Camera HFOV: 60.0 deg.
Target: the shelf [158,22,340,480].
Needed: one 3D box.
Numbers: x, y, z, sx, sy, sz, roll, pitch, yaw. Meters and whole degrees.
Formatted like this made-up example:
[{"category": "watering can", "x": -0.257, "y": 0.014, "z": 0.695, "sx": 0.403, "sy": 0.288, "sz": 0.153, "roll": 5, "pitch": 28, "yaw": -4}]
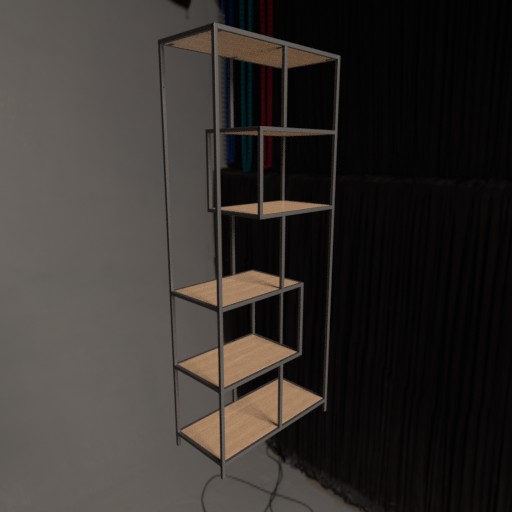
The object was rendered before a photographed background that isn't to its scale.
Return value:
[{"category": "shelf", "x": 0.000, "y": 0.000, "z": 2.133, "sx": 0.350, "sy": 1.850, "sz": 0.770, "roll": 13, "pitch": 18, "yaw": 43}]
